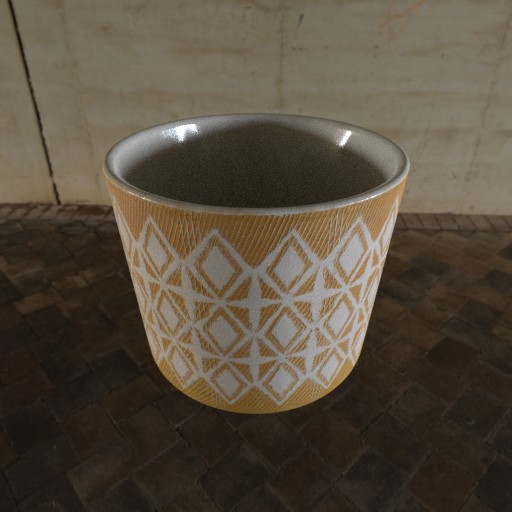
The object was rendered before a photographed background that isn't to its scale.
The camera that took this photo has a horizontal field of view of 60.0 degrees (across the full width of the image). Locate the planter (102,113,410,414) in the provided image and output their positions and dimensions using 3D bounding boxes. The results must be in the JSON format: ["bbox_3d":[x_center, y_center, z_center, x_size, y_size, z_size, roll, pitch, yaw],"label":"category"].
[{"bbox_3d":[0.000,0.000,0.332,0.193,0.165,0.193,0,31,0],"label":"planter"}]
